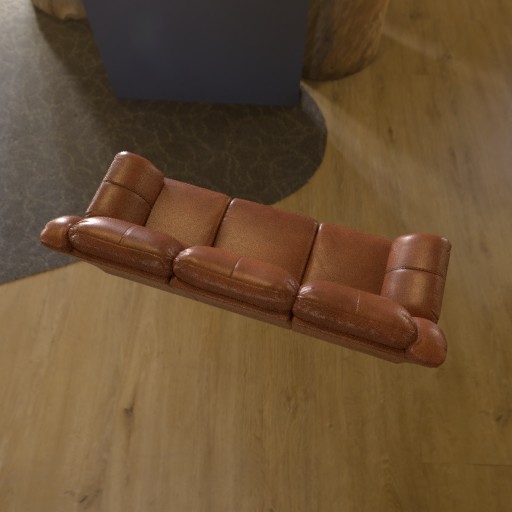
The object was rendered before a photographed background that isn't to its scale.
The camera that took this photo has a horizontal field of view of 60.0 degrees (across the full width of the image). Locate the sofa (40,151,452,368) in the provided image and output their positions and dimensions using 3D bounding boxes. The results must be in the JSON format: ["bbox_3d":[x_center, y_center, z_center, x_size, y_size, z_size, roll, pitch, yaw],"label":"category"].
[{"bbox_3d":[0.000,0.000,2.859,2.337,1.043,0.991,16,65,8],"label":"sofa"}]
